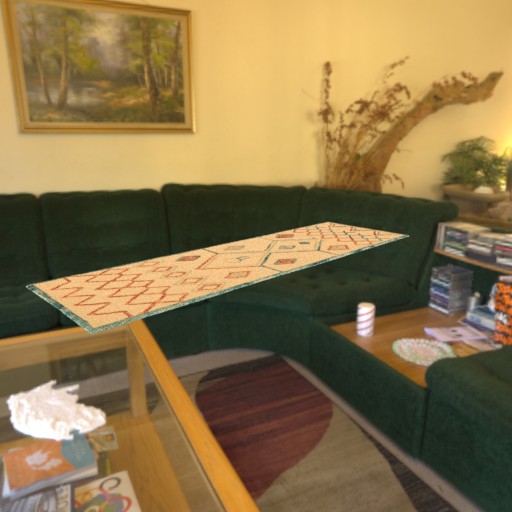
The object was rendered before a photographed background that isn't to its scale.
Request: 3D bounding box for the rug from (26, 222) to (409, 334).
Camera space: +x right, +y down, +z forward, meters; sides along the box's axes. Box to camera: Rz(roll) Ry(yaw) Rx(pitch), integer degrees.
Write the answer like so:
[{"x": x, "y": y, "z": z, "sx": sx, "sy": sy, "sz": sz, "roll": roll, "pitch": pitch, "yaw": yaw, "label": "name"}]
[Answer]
[{"x": 0.000, "y": 0.000, "z": 2.741, "sx": 2.435, "sy": 0.011, "sz": 0.750, "roll": -14, "pitch": 21, "yaw": -42, "label": "rug"}]
